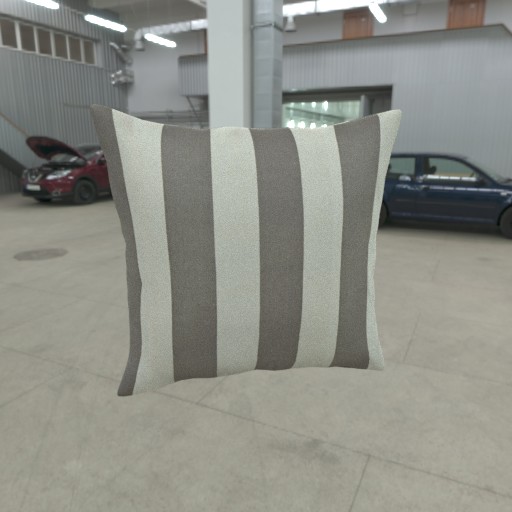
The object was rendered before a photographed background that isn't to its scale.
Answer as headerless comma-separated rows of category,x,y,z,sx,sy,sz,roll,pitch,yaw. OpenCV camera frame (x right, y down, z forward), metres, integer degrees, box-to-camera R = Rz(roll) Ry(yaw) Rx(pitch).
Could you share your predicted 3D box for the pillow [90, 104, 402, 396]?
pillow,0.000,0.000,0.789,0.522,0.507,0.192,-2,14,-9
